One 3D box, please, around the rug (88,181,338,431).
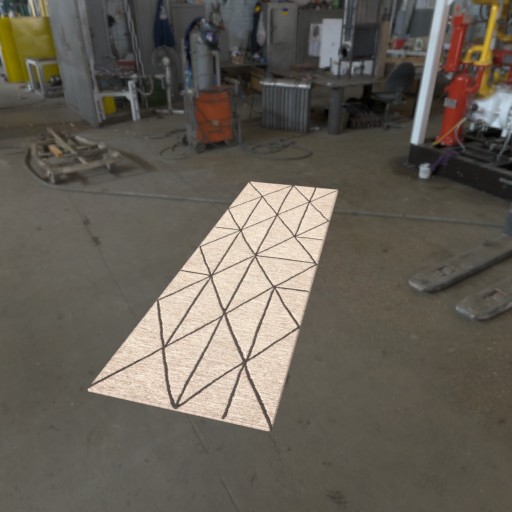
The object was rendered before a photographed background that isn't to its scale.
[{"bbox_3d":[0.000,0.000,2.722,0.762,0.012,2.438,8,31,13],"label":"rug"}]
